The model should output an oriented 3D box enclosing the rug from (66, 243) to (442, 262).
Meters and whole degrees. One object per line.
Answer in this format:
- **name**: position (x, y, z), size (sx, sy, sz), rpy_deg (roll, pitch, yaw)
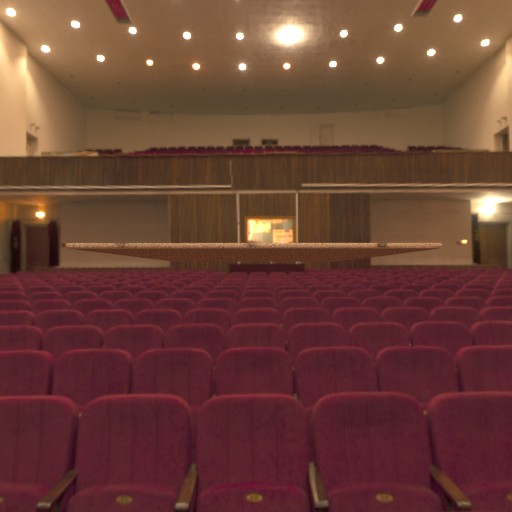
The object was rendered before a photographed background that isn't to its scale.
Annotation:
- **rug**: position (0.000, 0.000, 3.446), size (1.801, 0.026, 2.701), rpy_deg (0, -2, 0)
